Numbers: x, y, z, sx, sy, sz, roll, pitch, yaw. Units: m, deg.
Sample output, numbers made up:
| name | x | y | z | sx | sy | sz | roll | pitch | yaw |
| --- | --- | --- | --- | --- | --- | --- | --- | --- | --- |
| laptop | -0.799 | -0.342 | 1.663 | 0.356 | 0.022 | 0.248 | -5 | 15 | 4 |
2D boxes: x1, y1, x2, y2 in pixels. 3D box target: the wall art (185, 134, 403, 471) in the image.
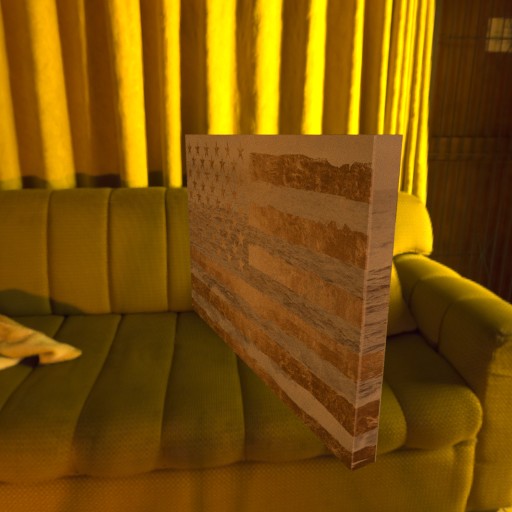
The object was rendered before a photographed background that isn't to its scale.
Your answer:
| name | x | y | z | sx | sy | sz | roll | pitch | yaw |
| --- | --- | --- | --- | --- | --- | --- | --- | --- | --- |
| wall art | 0.000 | 0.000 | 0.770 | 0.041 | 0.407 | 0.606 | -8 | 17 | -26 |
